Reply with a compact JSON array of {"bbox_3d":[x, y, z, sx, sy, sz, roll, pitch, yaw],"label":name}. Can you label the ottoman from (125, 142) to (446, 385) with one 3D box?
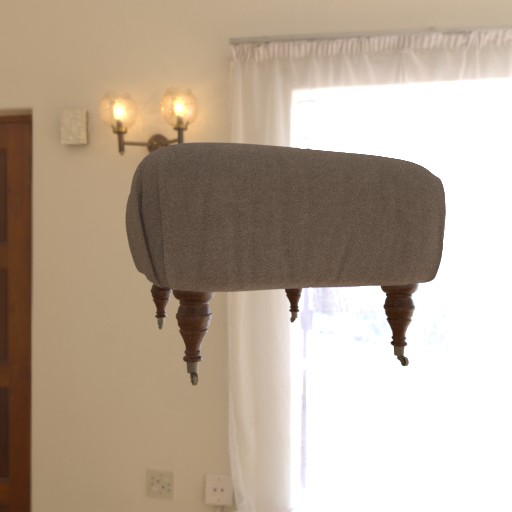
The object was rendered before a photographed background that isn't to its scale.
[{"bbox_3d":[0.000,0.000,1.122,0.622,0.450,0.747,0,0,-18],"label":"ottoman"}]
